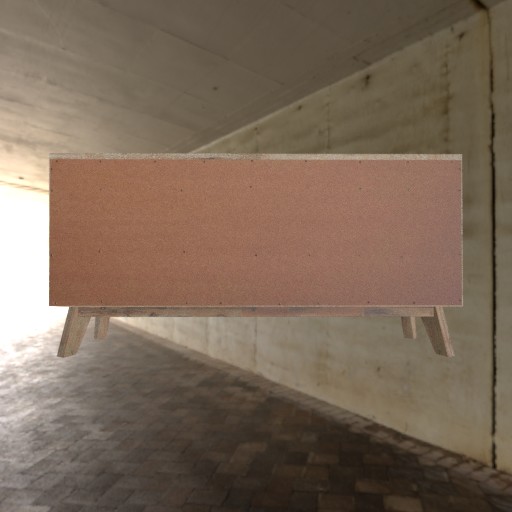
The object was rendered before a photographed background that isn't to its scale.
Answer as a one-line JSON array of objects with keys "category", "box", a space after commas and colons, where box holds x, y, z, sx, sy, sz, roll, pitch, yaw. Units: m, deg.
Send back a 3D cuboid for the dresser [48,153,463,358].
[{"category": "dresser", "box": [0.000, 0.000, 1.941, 1.602, 0.788, 0.455, 0, -1, -1]}]
